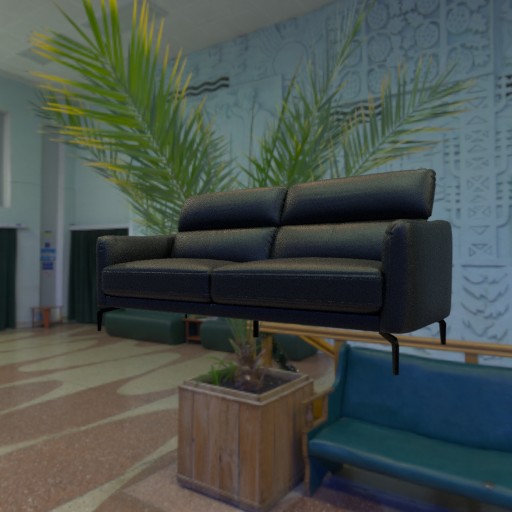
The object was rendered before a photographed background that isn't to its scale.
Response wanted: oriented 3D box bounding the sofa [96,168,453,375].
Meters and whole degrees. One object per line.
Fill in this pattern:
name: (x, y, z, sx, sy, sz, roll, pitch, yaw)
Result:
sofa: (0.000, 0.000, 2.617, 2.069, 0.957, 0.856, -1, -1, 36)
